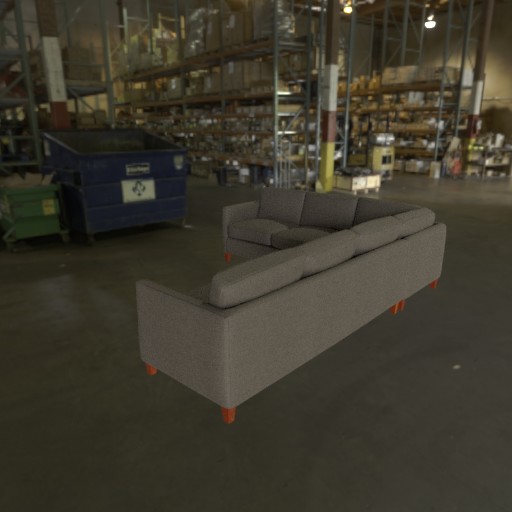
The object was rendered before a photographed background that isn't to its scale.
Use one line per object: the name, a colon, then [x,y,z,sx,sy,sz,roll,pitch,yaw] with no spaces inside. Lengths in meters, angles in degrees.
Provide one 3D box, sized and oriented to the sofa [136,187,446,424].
sofa: [0.000,0.000,4.470,2.593,0.947,3.302,14,22,40]
